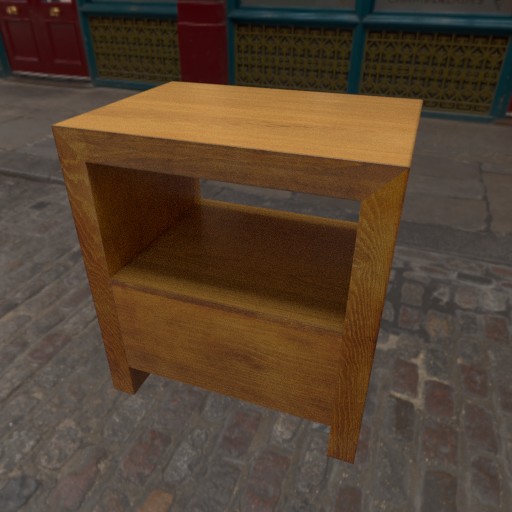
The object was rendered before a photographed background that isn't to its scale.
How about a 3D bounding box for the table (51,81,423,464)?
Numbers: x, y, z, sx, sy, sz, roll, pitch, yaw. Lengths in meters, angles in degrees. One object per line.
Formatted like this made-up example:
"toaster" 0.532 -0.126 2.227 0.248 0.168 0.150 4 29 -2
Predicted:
"table" 0.000 0.000 0.944 0.550 0.605 0.400 11 33 17
